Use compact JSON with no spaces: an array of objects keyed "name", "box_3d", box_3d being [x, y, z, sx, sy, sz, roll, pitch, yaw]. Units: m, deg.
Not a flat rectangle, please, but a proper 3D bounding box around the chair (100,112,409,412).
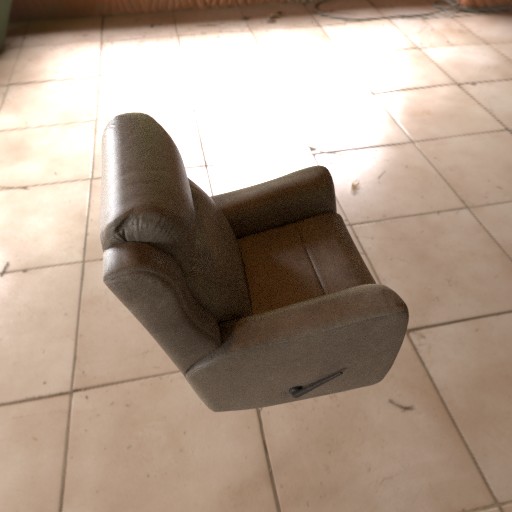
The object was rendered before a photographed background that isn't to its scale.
[{"name":"chair","box_3d":[0.000,0.000,1.891,1.068,1.116,0.967,-9,47,-9]}]
